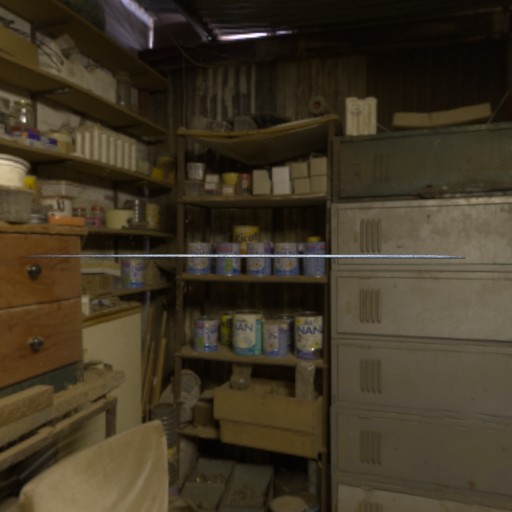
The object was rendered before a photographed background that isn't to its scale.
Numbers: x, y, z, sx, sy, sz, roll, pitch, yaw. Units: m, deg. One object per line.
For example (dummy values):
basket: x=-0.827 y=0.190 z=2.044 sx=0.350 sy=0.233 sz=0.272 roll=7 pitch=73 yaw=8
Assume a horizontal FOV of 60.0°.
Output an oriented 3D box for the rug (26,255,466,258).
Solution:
rug: x=0.000 y=0.000 z=3.021 sx=2.440 sy=0.007 sz=1.525 roll=0 pitch=0 yaw=19
